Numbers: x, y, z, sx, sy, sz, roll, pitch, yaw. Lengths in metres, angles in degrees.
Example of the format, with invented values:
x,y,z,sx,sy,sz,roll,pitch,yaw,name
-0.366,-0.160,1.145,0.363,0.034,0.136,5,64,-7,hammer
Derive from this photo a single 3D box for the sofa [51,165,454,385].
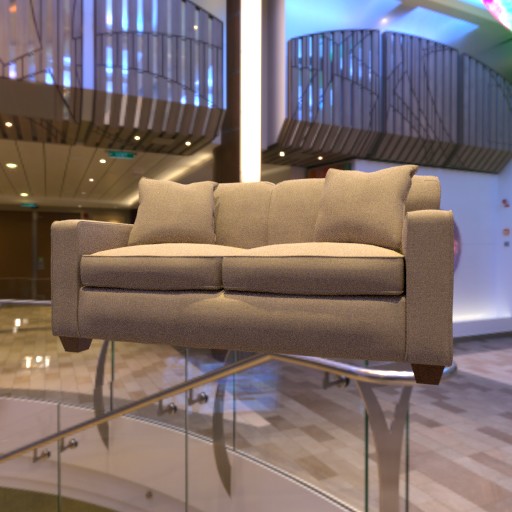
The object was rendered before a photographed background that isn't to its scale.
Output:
x,y,z,sx,sy,sz,roll,pitch,yaw,name
0.000,0.000,2.328,1.846,0.958,0.998,0,1,19,sofa
